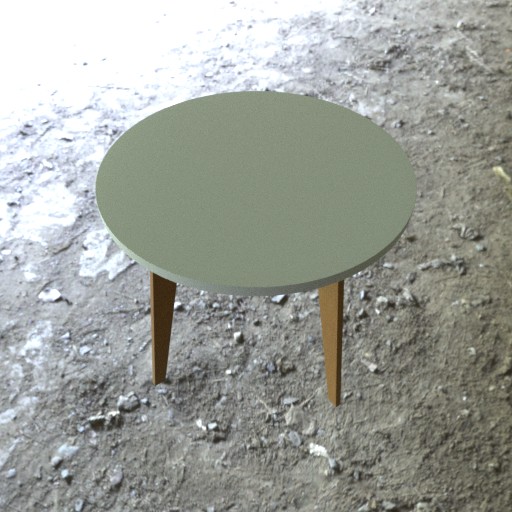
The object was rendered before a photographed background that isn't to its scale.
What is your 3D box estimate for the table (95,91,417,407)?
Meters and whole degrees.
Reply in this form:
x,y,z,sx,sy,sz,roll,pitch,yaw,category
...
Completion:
x,y,z,sx,sy,sz,roll,pitch,yaw,category
0.000,0.000,1.549,0.896,0.762,0.896,0,47,0,table
